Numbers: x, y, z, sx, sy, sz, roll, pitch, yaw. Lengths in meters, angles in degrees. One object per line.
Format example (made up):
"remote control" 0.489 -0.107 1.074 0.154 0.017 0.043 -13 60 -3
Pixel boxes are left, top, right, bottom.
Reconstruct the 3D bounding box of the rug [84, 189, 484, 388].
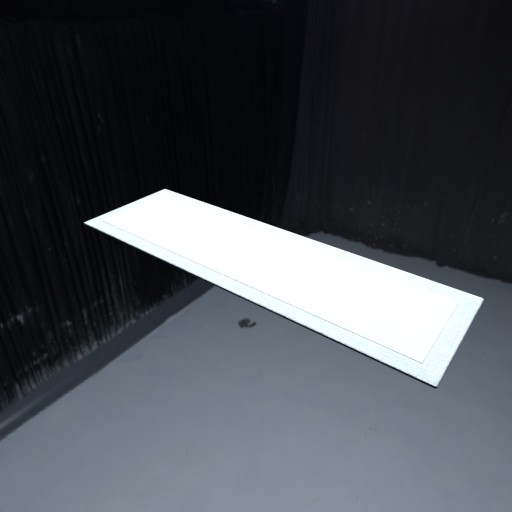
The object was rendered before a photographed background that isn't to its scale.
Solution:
"rug" 0.000 0.000 2.691 2.430 0.012 0.759 22 37 31
